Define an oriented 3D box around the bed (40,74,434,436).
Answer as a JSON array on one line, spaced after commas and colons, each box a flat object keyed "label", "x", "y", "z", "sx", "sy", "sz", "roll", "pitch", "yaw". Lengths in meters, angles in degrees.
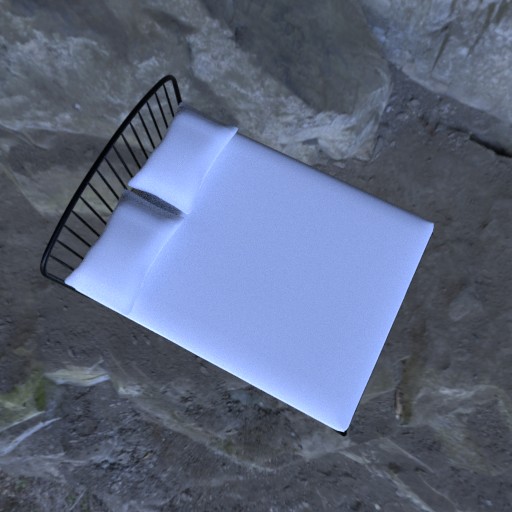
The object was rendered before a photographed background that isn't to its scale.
[{"label": "bed", "x": 0.000, "y": 0.000, "z": 3.139, "sx": 2.159, "sy": 1.166, "sz": 1.618, "roll": 26, "pitch": 76, "yaw": 7}]
